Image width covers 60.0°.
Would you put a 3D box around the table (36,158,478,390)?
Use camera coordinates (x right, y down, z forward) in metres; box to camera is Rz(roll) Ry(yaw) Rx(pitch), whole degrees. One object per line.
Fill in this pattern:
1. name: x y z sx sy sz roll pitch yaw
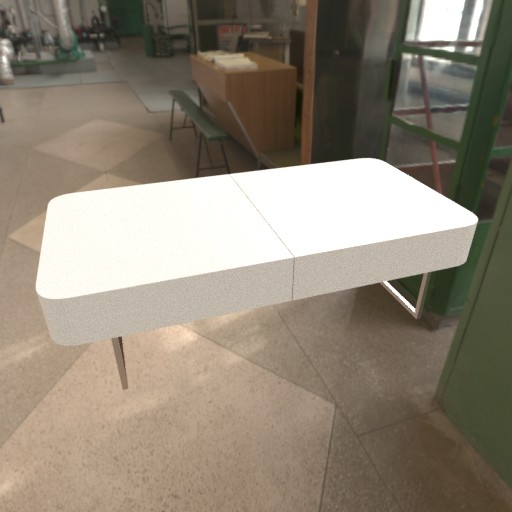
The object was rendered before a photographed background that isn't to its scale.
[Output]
1. table: 0.000 0.000 1.433 1.200 0.340 0.600 -10 33 -16
